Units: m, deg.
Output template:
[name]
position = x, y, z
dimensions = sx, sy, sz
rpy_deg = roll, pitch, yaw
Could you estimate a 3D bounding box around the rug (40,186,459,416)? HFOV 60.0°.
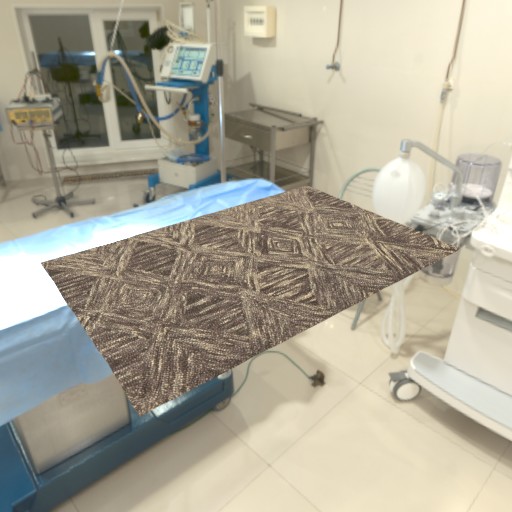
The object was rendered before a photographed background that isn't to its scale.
[rug]
position = 0.000, 0.000, 2.274
dimensions = 1.814, 0.012, 1.186
rpy_deg = -20, 35, -32
